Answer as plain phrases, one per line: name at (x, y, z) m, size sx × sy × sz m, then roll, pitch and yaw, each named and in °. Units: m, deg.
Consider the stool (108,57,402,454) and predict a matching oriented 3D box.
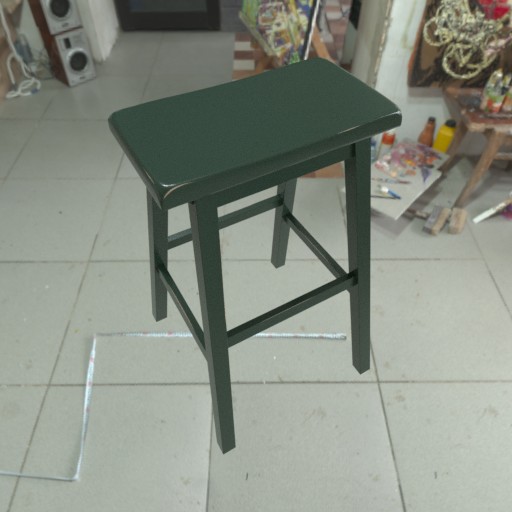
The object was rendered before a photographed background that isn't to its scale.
stool at (0.000, 0.000, 1.021) m, size 0.457 × 0.737 × 0.476 m, roll -23°, pitch 52°, yaw -20°
